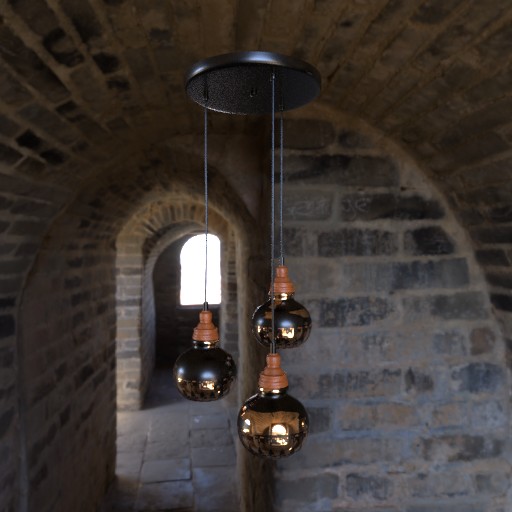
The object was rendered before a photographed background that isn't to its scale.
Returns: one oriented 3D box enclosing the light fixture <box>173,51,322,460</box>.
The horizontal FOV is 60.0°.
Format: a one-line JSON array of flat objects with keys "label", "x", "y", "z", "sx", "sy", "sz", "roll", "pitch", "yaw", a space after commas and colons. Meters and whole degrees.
[{"label": "light fixture", "x": 0.000, "y": 0.000, "z": 1.827, "sx": 0.608, "sy": 1.410, "sz": 0.605, "roll": 0, "pitch": 0, "yaw": 34}]
